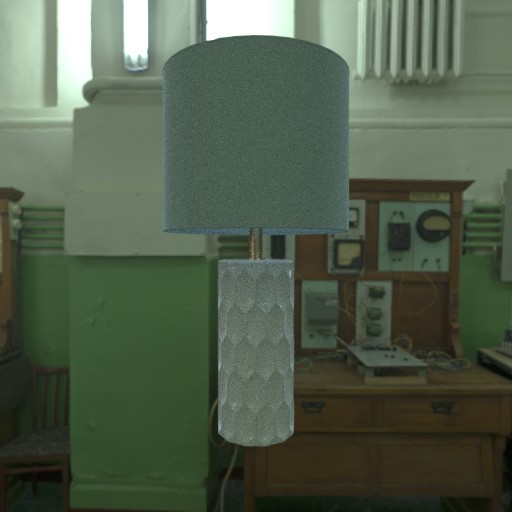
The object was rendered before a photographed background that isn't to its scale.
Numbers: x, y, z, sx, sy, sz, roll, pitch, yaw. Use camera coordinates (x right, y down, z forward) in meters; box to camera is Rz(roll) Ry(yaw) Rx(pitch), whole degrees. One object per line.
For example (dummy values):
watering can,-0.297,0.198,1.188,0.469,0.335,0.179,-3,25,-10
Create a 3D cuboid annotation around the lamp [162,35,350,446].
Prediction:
lamp,0.000,0.000,0.673,0.277,0.534,0.277,0,1,1
